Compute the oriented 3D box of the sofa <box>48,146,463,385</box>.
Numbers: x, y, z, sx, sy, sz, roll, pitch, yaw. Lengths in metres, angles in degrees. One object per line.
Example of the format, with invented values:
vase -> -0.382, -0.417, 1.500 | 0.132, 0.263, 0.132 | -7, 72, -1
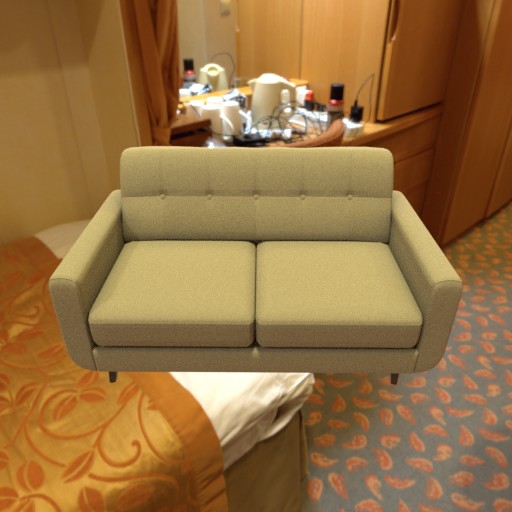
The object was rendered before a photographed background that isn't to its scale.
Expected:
sofa -> 0.000, 0.000, 2.227 | 1.655, 0.892, 0.980 | 0, 31, 0
